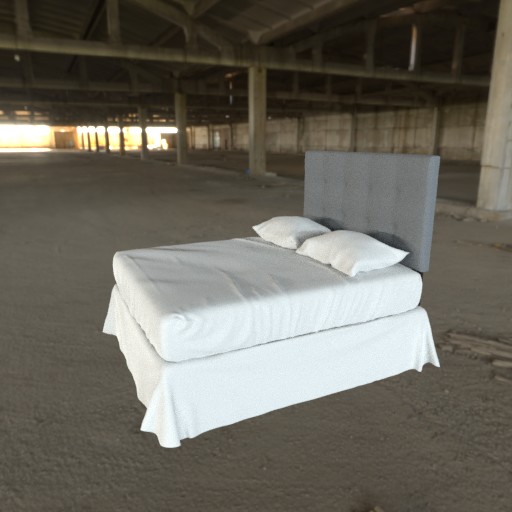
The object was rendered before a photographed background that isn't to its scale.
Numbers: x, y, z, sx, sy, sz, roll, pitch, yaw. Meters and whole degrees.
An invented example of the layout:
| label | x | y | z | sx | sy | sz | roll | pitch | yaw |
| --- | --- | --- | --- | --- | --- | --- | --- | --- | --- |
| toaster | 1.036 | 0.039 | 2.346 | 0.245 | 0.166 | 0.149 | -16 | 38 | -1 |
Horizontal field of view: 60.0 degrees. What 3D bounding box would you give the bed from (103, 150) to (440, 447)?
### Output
| label | x | y | z | sx | sy | sz | roll | pitch | yaw |
| --- | --- | --- | --- | --- | --- | --- | --- | --- | --- |
| bed | 0.000 | 0.000 | 3.506 | 2.222 | 1.577 | 1.936 | -7 | 16 | -25 |
